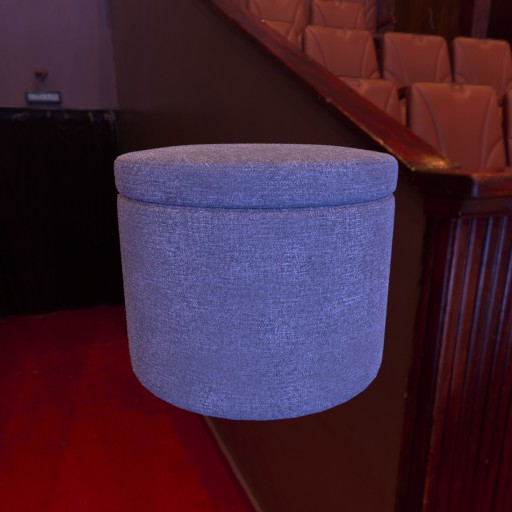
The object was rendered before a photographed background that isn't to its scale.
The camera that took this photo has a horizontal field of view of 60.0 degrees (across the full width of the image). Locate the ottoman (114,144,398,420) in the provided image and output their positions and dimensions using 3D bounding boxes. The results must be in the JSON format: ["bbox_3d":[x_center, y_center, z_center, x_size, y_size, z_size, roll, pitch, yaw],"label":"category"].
[{"bbox_3d":[0.000,0.000,0.862,0.500,0.419,0.500,0,15,0],"label":"ottoman"}]
